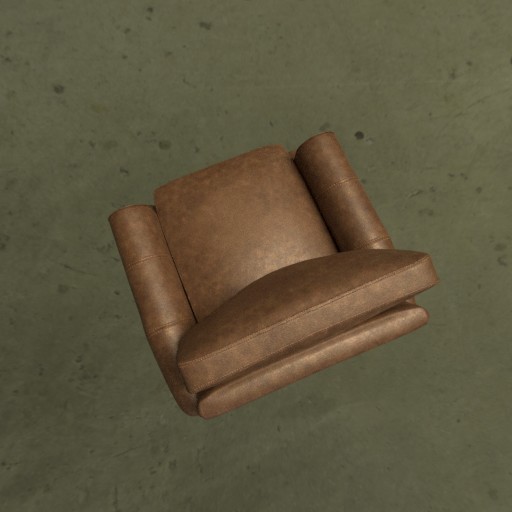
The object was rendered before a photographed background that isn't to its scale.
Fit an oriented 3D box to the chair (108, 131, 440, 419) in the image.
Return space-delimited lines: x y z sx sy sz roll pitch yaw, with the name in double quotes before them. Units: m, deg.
"chair" 0.000 0.000 1.792 0.996 0.976 1.002 -22 76 -6
